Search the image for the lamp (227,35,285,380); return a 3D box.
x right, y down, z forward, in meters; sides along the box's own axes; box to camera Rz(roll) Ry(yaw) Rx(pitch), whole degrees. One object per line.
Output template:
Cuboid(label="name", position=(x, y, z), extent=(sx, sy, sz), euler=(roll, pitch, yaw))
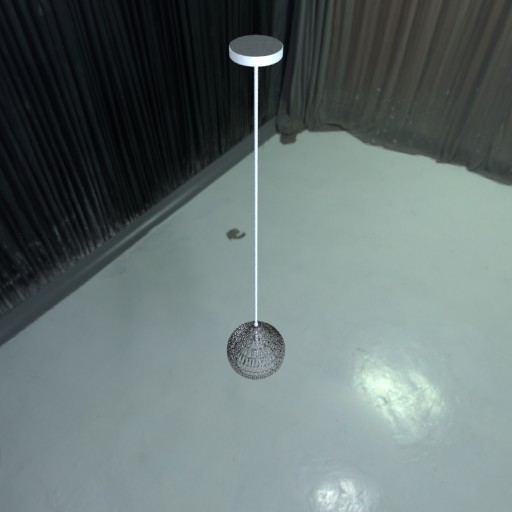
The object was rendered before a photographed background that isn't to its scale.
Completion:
Cuboid(label="lamp", position=(0.000, 0.000, 2.078), extent=(0.355, 1.919, 0.355), euler=(24, 51, 21))
